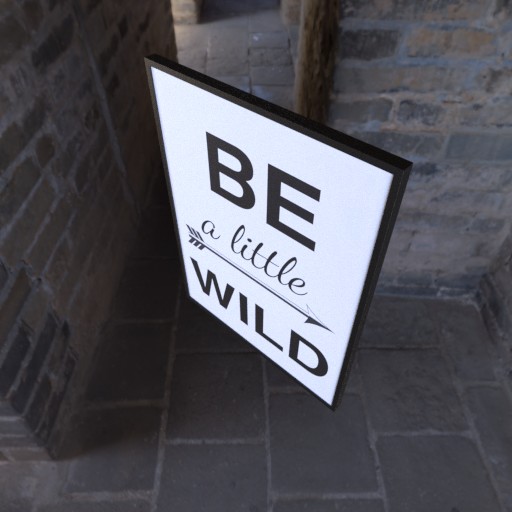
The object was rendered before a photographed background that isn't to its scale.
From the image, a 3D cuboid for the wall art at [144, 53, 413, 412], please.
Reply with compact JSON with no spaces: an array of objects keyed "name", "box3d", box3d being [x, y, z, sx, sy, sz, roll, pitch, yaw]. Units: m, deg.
[{"name":"wall art","box3d":[0.000,0.000,1.438,0.806,1.062,0.038,33,54,28]}]
